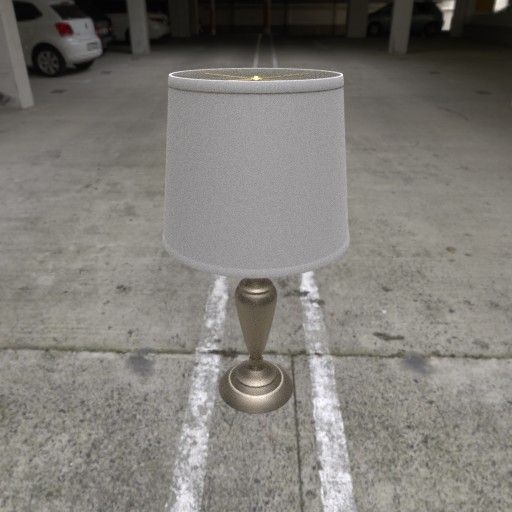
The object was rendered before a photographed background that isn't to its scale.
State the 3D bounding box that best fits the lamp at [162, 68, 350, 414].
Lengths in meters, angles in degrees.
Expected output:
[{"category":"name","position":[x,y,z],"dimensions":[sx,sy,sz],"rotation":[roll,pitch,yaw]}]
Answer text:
[{"category":"lamp","position":[0.000,0.000,0.811],"dimensions":[0.328,0.619,0.328],"rotation":[0,26,0]}]
